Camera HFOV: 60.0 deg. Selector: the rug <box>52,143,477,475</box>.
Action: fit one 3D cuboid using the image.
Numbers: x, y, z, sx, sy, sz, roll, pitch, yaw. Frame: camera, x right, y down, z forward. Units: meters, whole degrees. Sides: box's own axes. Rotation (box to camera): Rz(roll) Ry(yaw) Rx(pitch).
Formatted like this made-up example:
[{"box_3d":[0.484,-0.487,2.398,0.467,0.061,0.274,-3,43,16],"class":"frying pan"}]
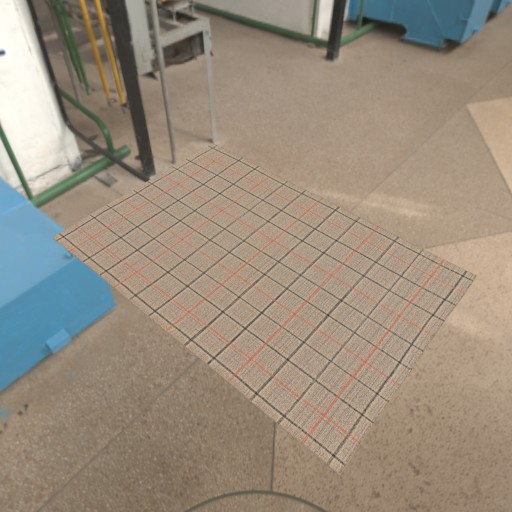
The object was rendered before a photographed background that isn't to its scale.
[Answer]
[{"box_3d":[0.000,0.000,2.279,1.829,0.013,1.220,32,54,27],"class":"rug"}]
